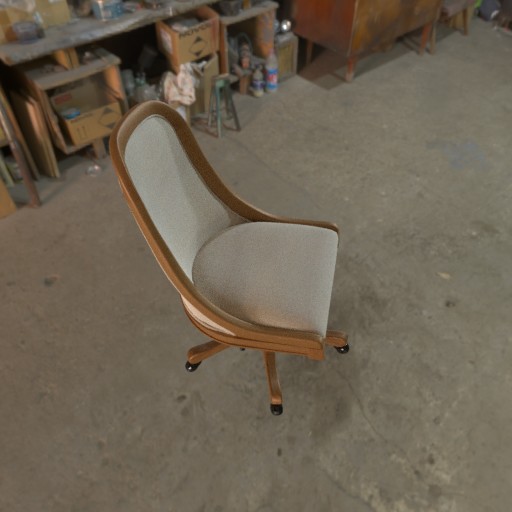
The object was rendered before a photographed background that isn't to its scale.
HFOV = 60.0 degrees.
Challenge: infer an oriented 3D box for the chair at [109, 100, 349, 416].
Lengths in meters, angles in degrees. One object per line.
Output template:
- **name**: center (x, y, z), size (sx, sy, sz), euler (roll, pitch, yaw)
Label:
- **chair**: center (0.000, 0.000, 1.595), size (0.811, 1.009, 0.702), euler (9, 47, 9)
